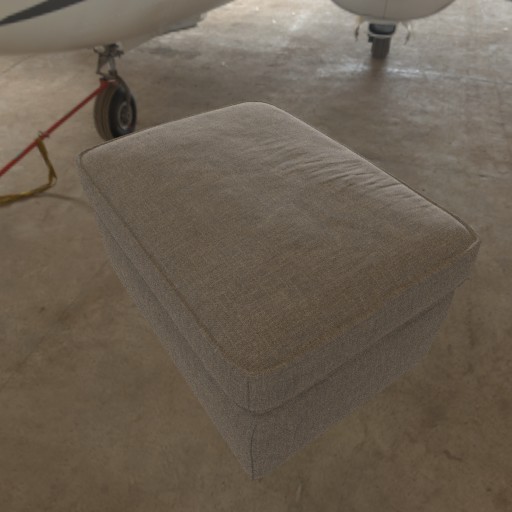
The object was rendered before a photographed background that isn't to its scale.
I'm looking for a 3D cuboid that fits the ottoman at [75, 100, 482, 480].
[{"bbox_3d":[0.000,0.000,1.053,0.559,0.457,0.762,-26,49,-25],"label":"ottoman"}]
